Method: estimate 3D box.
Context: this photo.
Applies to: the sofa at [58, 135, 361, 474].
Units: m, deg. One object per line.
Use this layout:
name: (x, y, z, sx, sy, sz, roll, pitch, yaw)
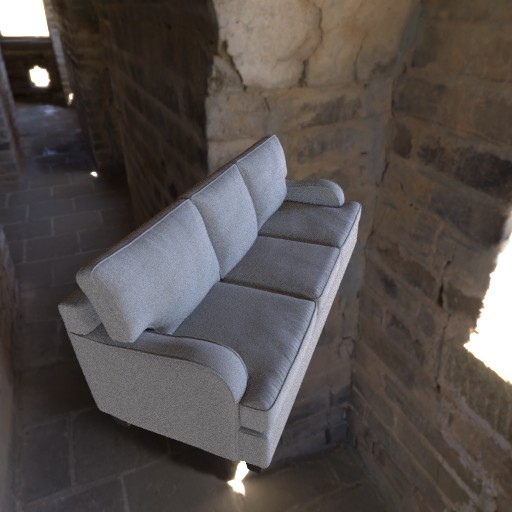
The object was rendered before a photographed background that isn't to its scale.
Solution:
sofa: (0.000, 0.000, 2.849, 1.016, 0.997, 2.323, 11, 32, 18)
